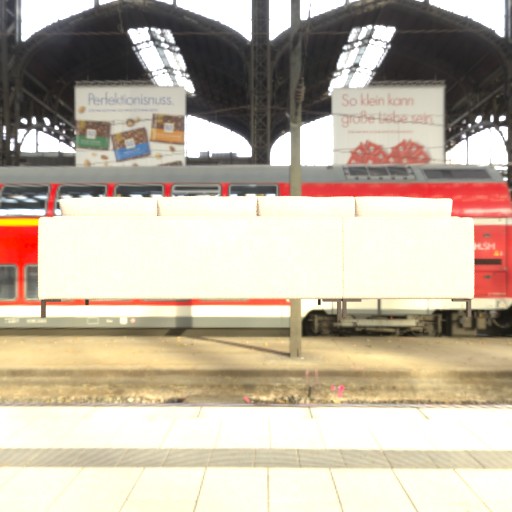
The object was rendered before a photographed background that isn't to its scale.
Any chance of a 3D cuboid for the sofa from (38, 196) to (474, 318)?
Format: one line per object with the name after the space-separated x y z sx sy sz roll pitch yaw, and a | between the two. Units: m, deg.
0.000 0.000 3.616 2.923 0.816 1.469 0 0 -1 | sofa
